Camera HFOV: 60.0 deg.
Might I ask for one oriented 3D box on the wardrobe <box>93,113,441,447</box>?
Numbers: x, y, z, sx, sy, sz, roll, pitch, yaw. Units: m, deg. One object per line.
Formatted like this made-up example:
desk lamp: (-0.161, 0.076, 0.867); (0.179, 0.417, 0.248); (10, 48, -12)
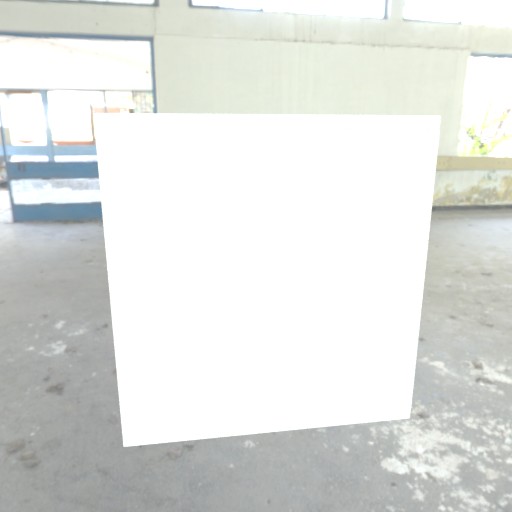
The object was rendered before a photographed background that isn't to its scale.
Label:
wardrobe: (0.000, 0.000, 0.884); (0.500, 0.520, 0.400); (-2, 15, -8)
